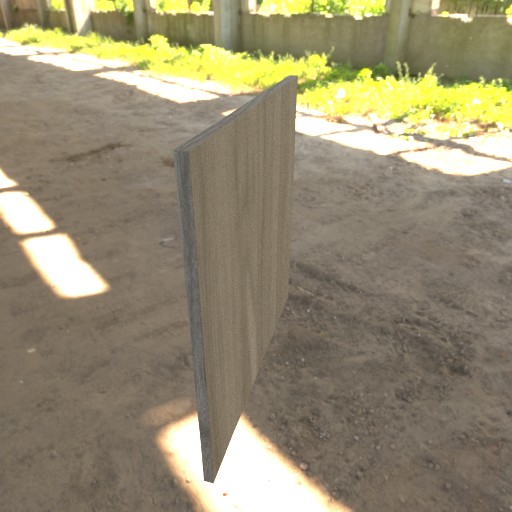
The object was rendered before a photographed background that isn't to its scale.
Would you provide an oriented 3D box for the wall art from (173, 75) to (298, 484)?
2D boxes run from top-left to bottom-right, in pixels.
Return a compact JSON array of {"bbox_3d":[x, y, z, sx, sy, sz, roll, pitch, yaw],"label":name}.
[{"bbox_3d":[0.000,0.000,0.752,0.016,0.507,0.508,8,31,14],"label":"wall art"}]
